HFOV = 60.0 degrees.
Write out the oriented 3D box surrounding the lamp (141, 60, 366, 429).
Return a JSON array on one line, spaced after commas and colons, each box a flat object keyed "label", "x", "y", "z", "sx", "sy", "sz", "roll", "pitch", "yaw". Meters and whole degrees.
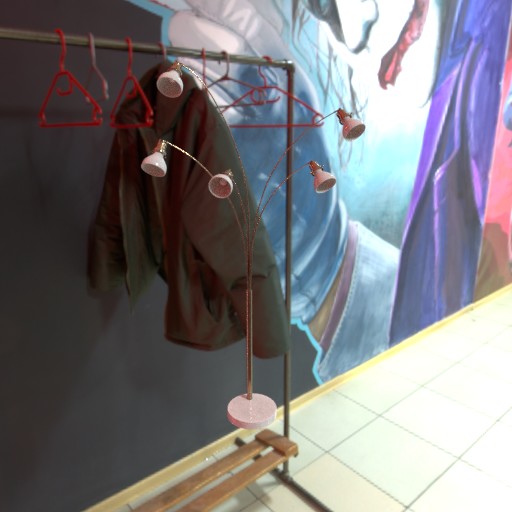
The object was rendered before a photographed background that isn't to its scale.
[{"label": "lamp", "x": 0.000, "y": 0.000, "z": 2.953, "sx": 1.405, "sy": 2.423, "sz": 0.361, "roll": -2, "pitch": 16, "yaw": -7}]
